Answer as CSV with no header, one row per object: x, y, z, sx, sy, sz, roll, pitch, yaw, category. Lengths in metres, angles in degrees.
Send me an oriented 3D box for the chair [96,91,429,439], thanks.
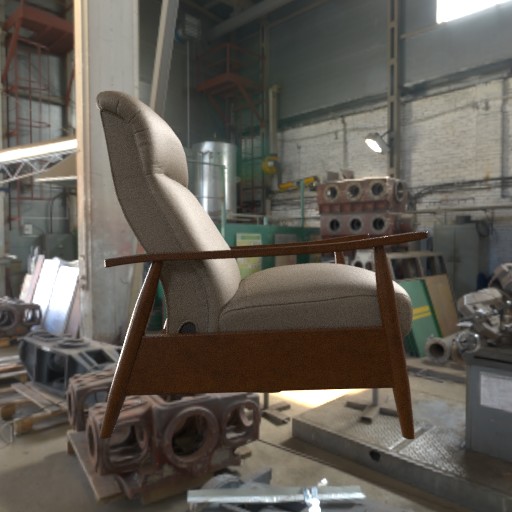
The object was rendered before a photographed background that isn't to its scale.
0.000,0.000,1.692,1.032,1.082,0.762,0,2,0,chair
